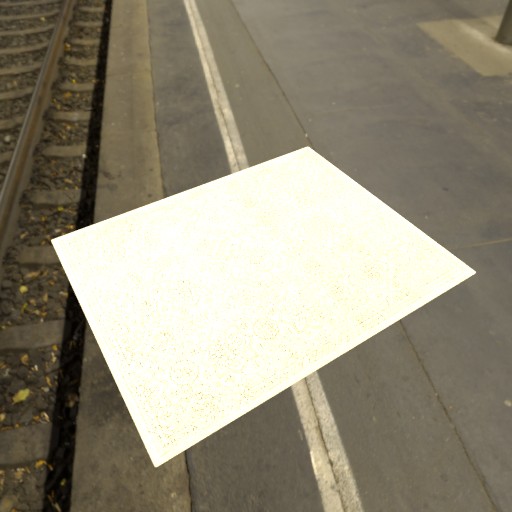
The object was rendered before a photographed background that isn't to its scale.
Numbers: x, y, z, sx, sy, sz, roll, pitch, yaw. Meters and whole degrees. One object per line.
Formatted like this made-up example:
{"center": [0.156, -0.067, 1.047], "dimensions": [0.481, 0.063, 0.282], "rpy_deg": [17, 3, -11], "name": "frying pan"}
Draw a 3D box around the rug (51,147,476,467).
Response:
{"center": [0.000, 0.000, 4.052], "dimensions": [3.050, 0.015, 2.441], "rpy_deg": [-25, 50, -22], "name": "rug"}
